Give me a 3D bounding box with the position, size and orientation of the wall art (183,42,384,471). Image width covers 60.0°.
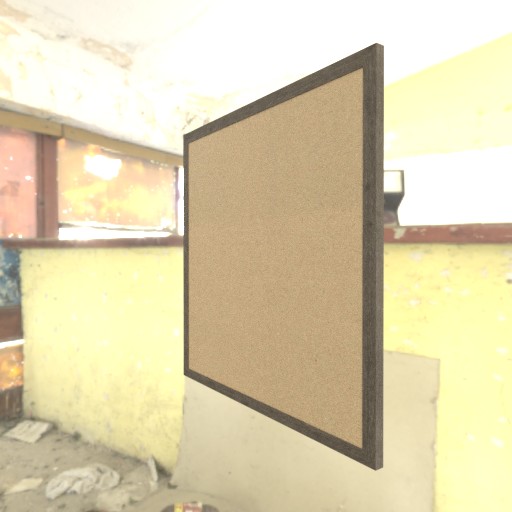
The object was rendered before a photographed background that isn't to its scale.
[{"bbox_3d":[0.000,0.000,0.662,0.013,0.457,0.457,0,1,-36],"label":"wall art"}]
